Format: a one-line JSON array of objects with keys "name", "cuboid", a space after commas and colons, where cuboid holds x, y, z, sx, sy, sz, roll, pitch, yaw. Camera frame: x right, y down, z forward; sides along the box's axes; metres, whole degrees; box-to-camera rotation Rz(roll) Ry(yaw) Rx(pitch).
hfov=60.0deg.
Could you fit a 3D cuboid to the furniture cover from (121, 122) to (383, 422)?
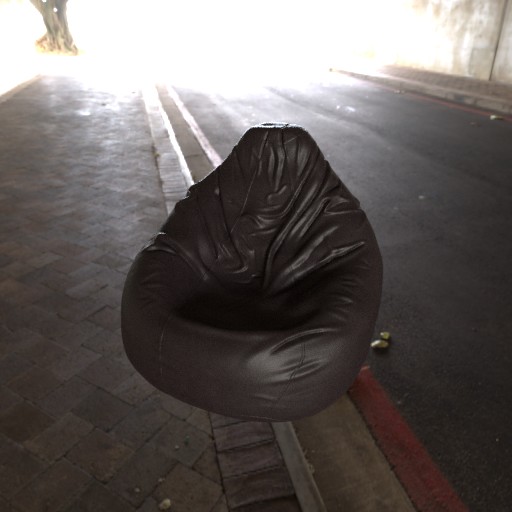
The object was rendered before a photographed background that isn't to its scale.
[{"name": "furniture cover", "cuboid": [0.000, 0.000, 1.896, 1.070, 0.990, 1.070, 9, 29, 16]}]
